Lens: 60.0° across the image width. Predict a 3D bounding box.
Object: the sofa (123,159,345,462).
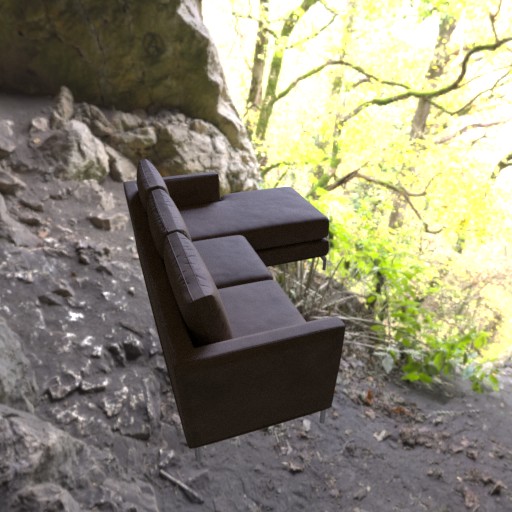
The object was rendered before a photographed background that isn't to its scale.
[{"bbox_3d":[0.000,0.000,3.259,1.622,0.987,2.438,-10,31,-17],"label":"sofa"}]
